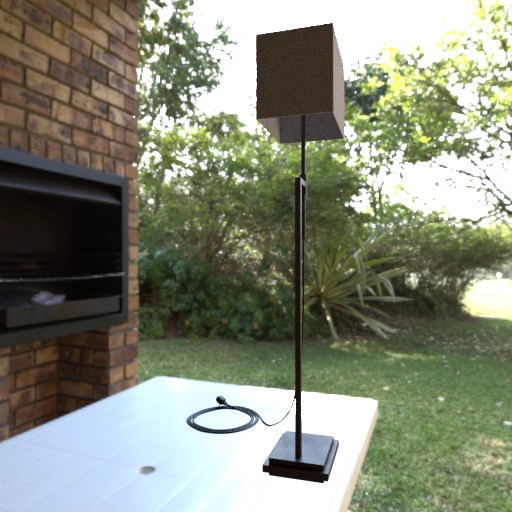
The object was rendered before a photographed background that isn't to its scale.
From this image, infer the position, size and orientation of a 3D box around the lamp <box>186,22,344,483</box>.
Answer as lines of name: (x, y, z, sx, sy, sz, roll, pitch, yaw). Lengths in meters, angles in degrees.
lamp: (0.000, 0.000, 1.964, 0.774, 1.600, 0.698, 0, -1, 17)
